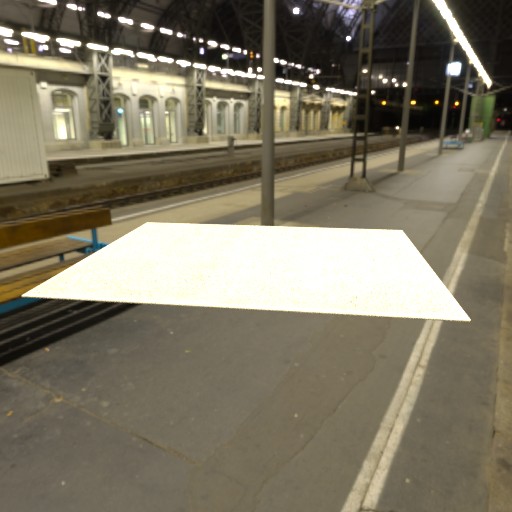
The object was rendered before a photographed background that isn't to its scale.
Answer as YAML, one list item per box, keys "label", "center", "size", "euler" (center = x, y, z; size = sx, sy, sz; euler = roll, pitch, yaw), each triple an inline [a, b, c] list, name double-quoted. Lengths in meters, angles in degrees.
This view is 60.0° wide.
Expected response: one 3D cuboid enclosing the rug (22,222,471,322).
- label: "rug"
  center: [0.000, 0.000, 4.119]
  size: [3.050, 0.015, 2.441]
  euler: [2, 17, 7]
